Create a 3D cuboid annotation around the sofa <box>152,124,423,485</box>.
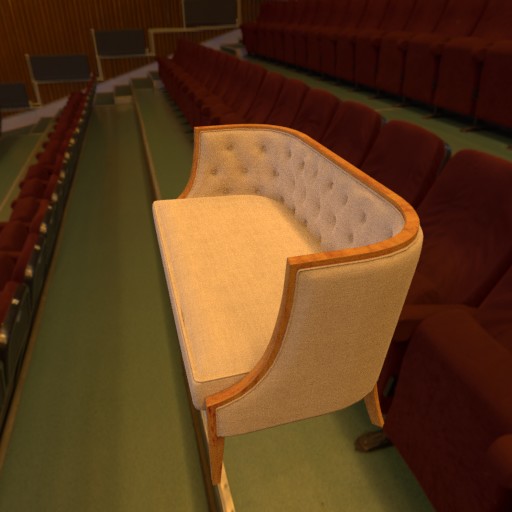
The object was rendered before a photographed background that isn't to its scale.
[{"bbox_3d":[0.000,0.000,1.894,0.770,0.775,1.474,-8,31,-14],"label":"sofa"}]
